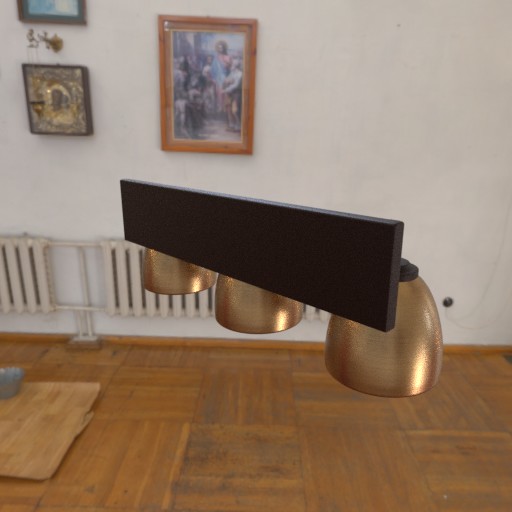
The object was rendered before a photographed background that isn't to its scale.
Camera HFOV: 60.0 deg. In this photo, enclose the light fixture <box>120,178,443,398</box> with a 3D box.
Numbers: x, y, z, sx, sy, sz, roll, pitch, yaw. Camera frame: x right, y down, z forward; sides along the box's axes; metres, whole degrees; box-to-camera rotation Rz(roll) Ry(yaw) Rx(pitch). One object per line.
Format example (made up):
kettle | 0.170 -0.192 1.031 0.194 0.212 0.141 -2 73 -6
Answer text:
light fixture | 0.000 0.000 0.682 0.157 0.204 0.582 -15 21 -42
